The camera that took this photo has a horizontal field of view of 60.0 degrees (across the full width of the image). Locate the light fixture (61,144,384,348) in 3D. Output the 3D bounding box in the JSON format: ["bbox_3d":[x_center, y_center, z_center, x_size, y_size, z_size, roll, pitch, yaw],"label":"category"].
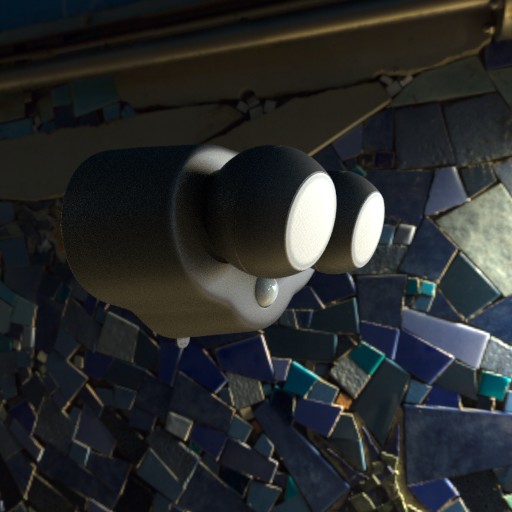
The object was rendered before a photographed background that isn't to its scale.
[{"bbox_3d":[0.000,0.000,0.340,0.159,0.159,0.229,0,0,34],"label":"light fixture"}]
